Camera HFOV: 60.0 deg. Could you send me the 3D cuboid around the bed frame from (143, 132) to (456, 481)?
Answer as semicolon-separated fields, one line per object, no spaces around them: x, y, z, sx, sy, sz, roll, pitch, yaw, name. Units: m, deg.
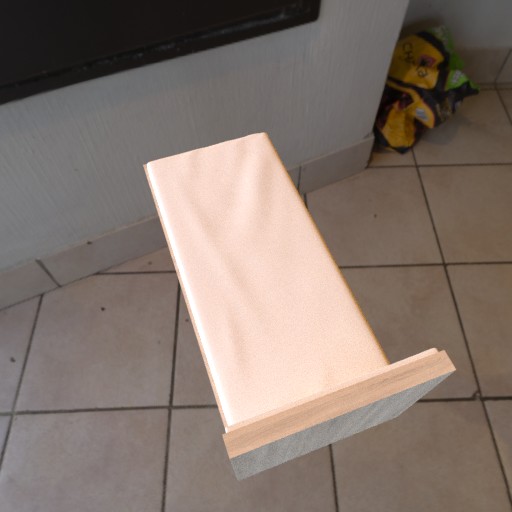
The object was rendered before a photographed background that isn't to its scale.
0.000;0.000;2.669;0.990;0.920;2.140;-17;60;-10;bed frame
